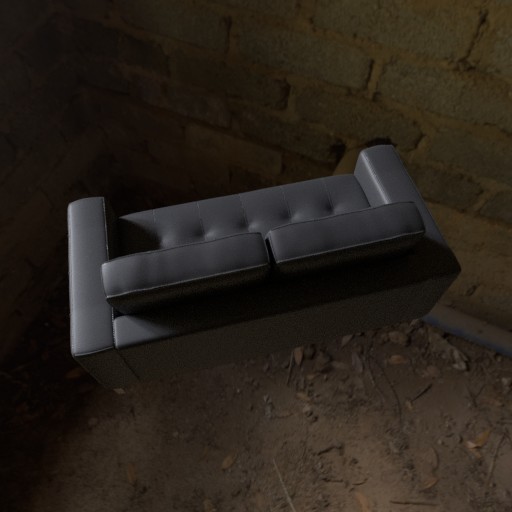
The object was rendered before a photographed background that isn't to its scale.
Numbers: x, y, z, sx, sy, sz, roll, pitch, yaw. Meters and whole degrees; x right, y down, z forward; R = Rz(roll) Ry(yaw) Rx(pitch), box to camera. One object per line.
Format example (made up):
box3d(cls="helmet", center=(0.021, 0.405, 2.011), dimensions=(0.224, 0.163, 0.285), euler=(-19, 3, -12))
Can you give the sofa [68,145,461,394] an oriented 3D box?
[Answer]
box3d(cls="sofa", center=(0.000, 0.000, 2.214), dimensions=(1.726, 0.893, 0.833), euler=(-12, 59, -7))
